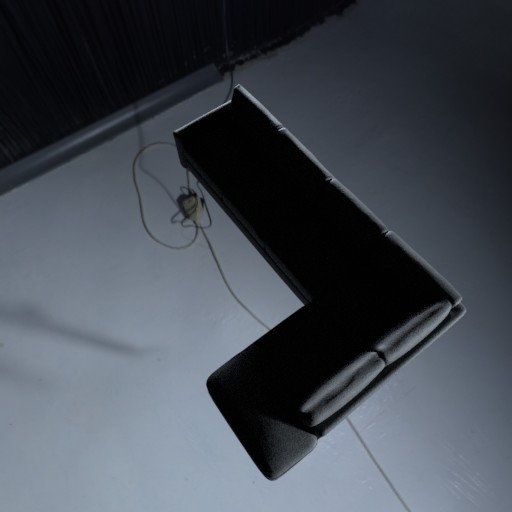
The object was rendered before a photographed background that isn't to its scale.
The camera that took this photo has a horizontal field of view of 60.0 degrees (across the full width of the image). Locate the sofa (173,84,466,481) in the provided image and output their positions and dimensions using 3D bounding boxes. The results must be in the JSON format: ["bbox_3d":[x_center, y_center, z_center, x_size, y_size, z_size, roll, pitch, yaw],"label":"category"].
[{"bbox_3d":[0.000,0.000,3.860,1.984,0.858,2.972,-34,68,-16],"label":"sofa"}]
